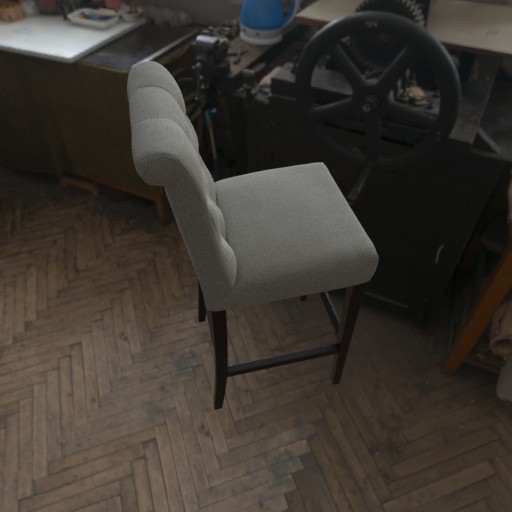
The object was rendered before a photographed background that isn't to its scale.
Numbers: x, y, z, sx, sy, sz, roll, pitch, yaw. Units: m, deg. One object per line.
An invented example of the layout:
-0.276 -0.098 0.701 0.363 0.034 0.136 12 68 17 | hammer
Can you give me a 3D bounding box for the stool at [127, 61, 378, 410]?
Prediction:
0.000 0.000 1.451 0.601 1.140 0.493 -10 47 -9 | stool
